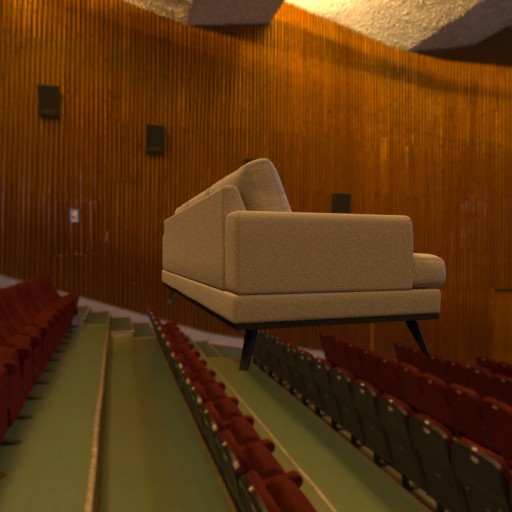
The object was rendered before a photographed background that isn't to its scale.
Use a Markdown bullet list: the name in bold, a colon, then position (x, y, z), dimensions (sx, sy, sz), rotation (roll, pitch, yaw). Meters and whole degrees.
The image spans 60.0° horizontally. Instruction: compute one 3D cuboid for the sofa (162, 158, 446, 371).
- **sofa**: position (0.000, 0.000, 2.774), dimensions (0.920, 0.810, 2.310), rotation (0, 1, -18)
